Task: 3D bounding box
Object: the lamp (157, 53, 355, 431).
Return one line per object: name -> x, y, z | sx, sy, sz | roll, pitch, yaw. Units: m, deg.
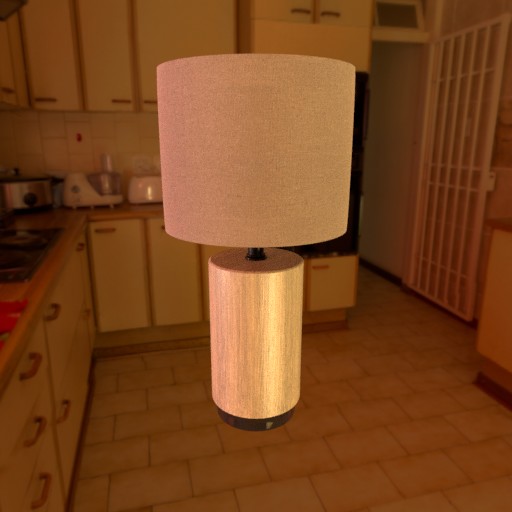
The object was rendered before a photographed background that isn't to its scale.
lamp -> 0.000, 0.000, 0.572 | 0.228, 0.444, 0.228 | 15, 21, 43
